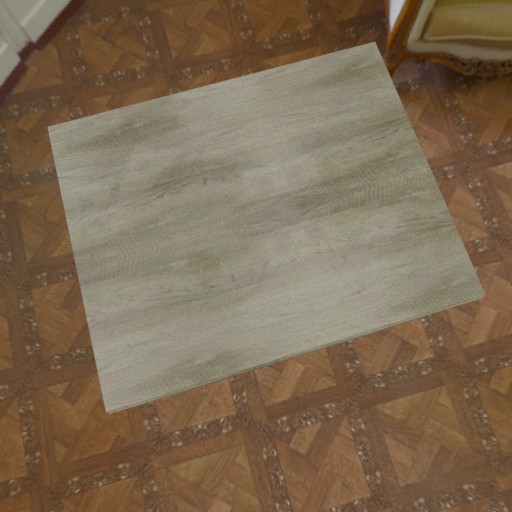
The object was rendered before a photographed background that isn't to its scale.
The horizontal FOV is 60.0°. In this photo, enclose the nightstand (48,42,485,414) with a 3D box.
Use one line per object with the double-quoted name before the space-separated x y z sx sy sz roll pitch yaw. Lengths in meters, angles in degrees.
"nightstand" 0.000 0.000 0.731 0.427 0.448 0.347 -16 76 -4
